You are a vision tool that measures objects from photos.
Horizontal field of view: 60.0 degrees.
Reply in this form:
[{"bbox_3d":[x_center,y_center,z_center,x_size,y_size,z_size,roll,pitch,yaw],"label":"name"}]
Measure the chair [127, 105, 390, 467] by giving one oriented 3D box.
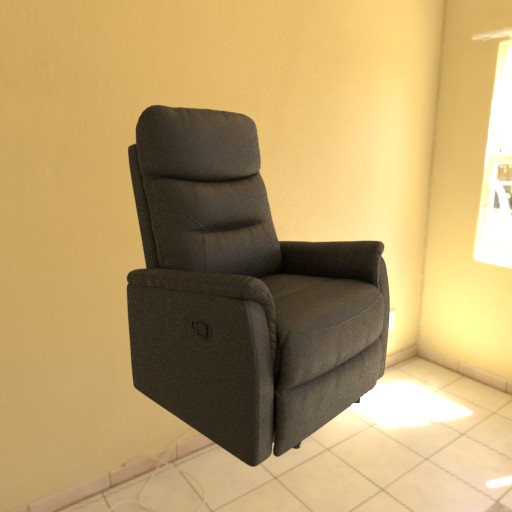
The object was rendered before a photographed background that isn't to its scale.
[{"bbox_3d":[0.000,0.000,1.659,0.831,1.082,0.775,12,18,43],"label":"chair"}]
